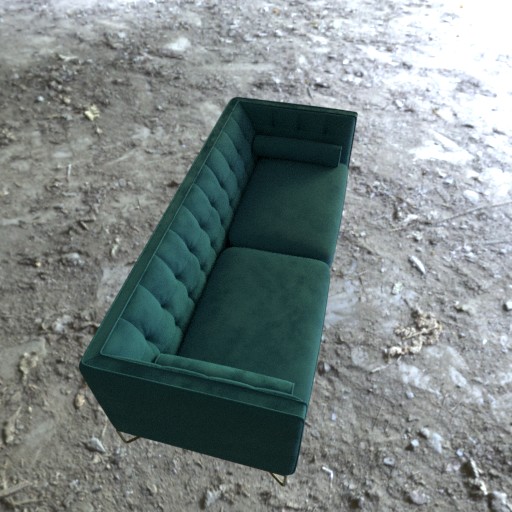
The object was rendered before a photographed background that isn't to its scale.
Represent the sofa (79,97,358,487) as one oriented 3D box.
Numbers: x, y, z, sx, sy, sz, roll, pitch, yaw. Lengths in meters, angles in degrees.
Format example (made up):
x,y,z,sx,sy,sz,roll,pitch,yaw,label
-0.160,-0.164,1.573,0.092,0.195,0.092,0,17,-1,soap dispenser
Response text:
x,y,z,sx,sy,sz,roll,pitch,yaw,label
0.000,0.000,2.490,0.867,0.789,2.087,10,48,9,sofa
